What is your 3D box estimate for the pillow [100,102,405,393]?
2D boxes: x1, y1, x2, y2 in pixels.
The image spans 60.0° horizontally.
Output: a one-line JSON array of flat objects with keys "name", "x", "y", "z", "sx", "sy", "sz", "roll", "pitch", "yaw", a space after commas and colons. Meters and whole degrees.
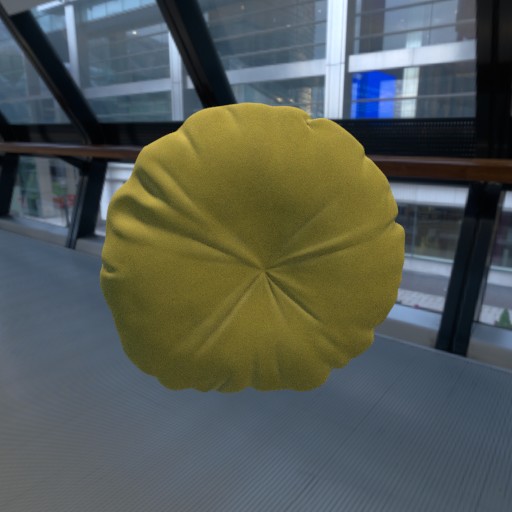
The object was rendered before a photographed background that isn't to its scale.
[{"name": "pillow", "x": 0.000, "y": 0.000, "z": 0.622, "sx": 0.428, "sy": 0.407, "sz": 0.148, "roll": -2, "pitch": 14, "yaw": -9}]
